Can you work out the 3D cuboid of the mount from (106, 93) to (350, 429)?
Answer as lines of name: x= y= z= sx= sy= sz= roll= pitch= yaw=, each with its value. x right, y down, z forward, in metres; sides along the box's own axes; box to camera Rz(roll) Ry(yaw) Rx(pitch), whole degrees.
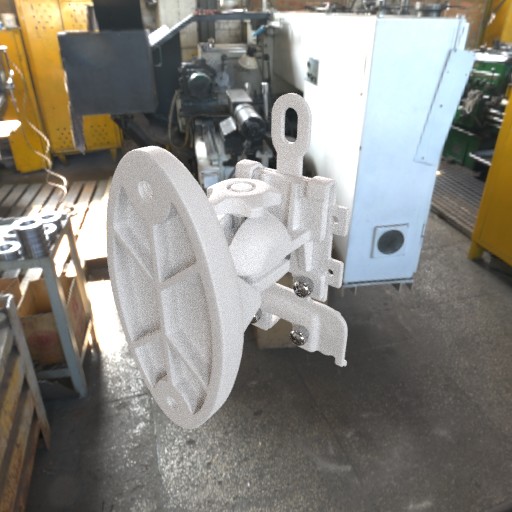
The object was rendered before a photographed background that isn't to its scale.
mount: x=0.000 y=0.000 z=0.177 sx=0.066 sy=0.118 sz=0.100 roll=20 pitch=35 yaw=32
